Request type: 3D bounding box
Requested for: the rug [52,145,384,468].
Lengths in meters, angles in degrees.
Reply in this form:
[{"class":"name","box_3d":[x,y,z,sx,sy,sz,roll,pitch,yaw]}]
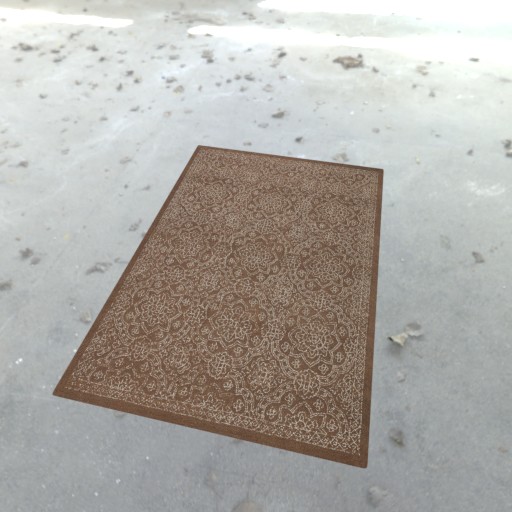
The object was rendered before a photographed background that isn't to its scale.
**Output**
[{"class":"rug","box_3d":[0.000,0.000,2.255,1.219,0.010,1.829,9,47,9]}]
